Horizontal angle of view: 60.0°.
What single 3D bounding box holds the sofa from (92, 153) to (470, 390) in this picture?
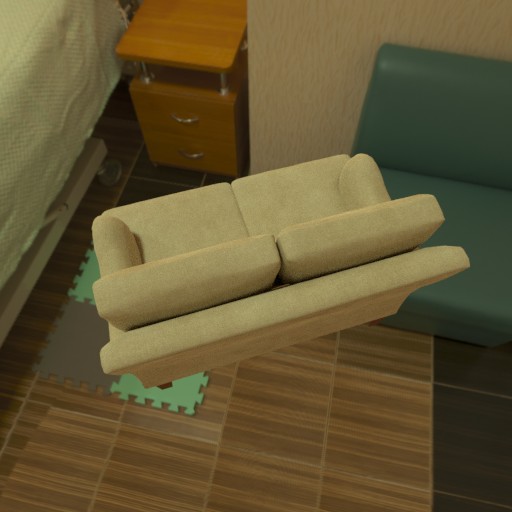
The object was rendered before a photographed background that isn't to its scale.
[{"bbox_3d":[0.000,0.000,2.258,1.498,1.087,1.086,-15,60,-9],"label":"sofa"}]
